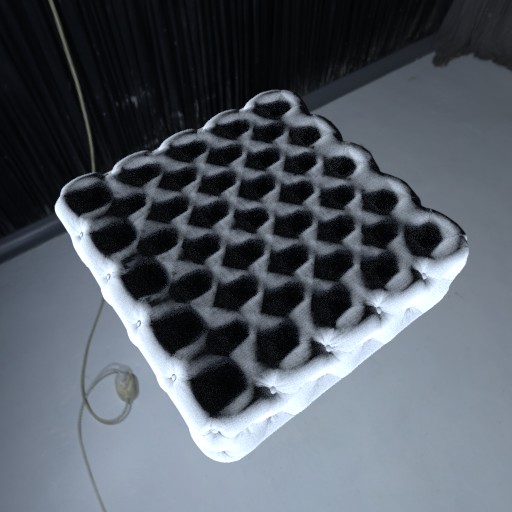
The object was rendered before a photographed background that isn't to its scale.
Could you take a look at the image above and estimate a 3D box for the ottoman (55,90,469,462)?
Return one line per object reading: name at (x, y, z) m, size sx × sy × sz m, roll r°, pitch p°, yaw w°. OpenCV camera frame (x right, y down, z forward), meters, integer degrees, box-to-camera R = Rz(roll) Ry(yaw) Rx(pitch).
ottoman at (0.000, 0.000, 1.182) m, size 0.764 × 0.365 × 0.758 m, roll -32°, pitch 62°, yaw -19°
